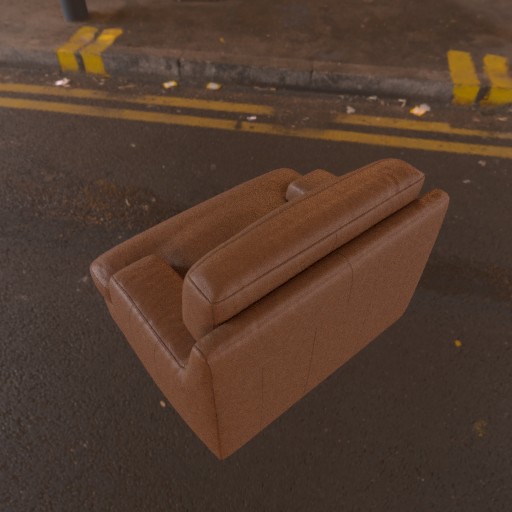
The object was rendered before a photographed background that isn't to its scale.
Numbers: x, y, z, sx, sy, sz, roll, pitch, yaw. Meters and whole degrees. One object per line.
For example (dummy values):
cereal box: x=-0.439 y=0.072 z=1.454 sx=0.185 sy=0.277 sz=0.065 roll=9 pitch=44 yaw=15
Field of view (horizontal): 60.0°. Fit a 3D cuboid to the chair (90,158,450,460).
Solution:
chair: x=0.000 y=0.000 z=2.023 sx=1.276 sy=0.978 sz=1.050 roll=-30 pitch=53 yaw=-26
